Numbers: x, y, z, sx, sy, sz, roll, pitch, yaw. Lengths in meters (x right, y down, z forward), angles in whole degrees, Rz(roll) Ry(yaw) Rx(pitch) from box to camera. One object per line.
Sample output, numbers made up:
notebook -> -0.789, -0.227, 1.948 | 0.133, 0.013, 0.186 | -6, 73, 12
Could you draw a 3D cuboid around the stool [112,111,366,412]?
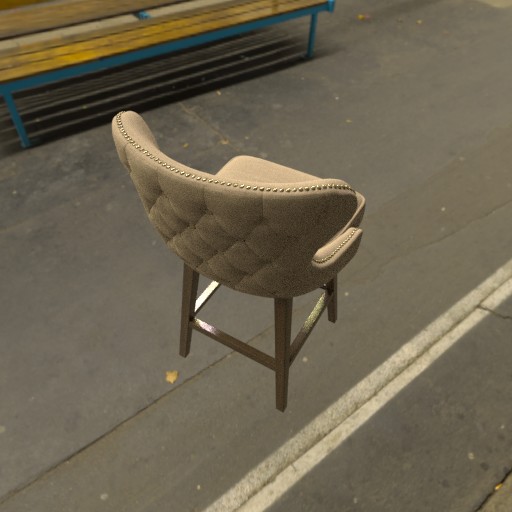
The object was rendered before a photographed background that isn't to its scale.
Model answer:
stool -> 0.000, 0.000, 1.368 | 0.615, 0.972, 0.597 | 23, 50, 21
